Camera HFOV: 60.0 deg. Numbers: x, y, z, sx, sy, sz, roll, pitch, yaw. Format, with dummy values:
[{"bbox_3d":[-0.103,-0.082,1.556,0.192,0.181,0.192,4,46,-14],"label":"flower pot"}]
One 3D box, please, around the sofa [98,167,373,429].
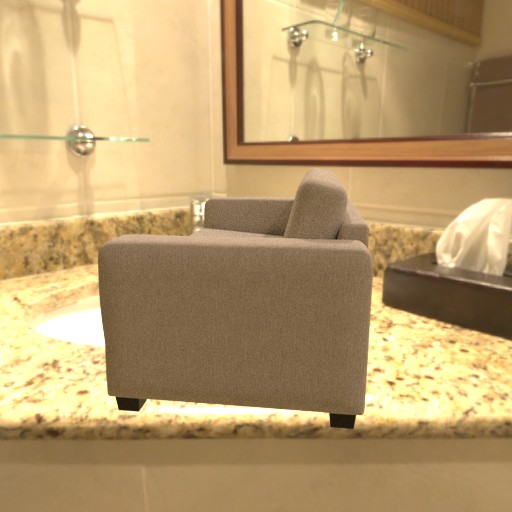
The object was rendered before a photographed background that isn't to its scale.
[{"bbox_3d":[0.000,0.000,2.100,0.900,0.800,1.540,2,13,8],"label":"sofa"}]
